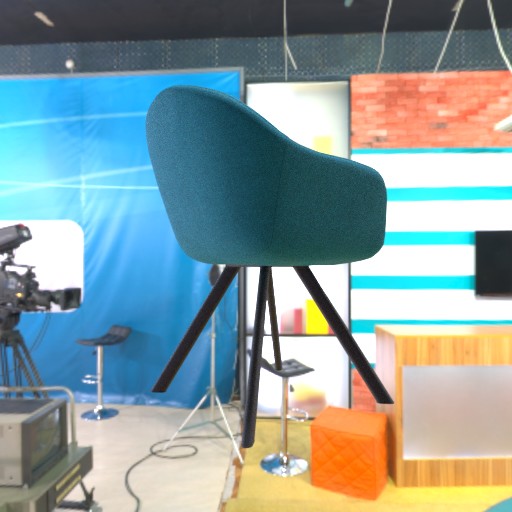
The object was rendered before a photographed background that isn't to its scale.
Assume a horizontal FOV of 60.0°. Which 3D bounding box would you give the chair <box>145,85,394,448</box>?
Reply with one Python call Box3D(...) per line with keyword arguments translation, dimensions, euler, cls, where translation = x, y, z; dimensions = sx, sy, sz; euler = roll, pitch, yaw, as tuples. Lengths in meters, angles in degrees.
Box3D(translation=(0.000, 0.000, 1.197), dimensions=(0.565, 0.775, 0.545), euler=(0, -1, -36), cls="chair")
